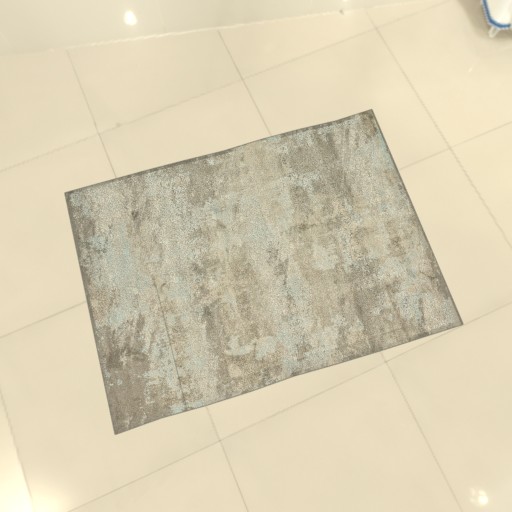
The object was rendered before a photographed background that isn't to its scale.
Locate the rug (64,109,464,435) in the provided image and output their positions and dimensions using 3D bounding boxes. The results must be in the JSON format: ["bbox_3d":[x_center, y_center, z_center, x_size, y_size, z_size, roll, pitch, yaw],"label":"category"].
[{"bbox_3d":[0.000,0.000,4.290,3.307,0.013,2.393,-16,76,-4],"label":"rug"}]
